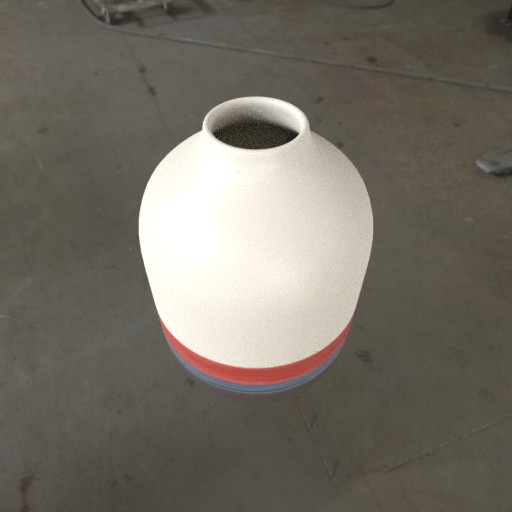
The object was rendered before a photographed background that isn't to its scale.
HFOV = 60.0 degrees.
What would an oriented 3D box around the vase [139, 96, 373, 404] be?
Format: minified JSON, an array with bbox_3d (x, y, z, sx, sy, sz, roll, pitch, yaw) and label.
[{"bbox_3d":[0.000,0.000,0.351,0.169,0.237,0.169,0,47,0],"label":"vase"}]
